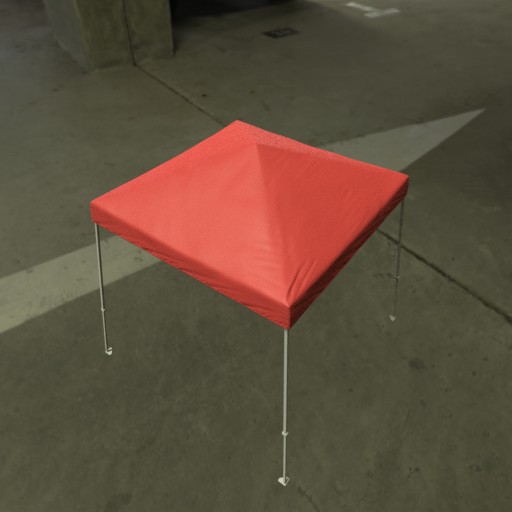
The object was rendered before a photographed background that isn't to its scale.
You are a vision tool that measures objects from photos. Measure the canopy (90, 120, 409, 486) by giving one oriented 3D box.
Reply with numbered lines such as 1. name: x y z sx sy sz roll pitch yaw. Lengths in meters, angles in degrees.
1. canopy: 0.000 0.000 5.150 2.848 2.849 2.849 26 47 27
